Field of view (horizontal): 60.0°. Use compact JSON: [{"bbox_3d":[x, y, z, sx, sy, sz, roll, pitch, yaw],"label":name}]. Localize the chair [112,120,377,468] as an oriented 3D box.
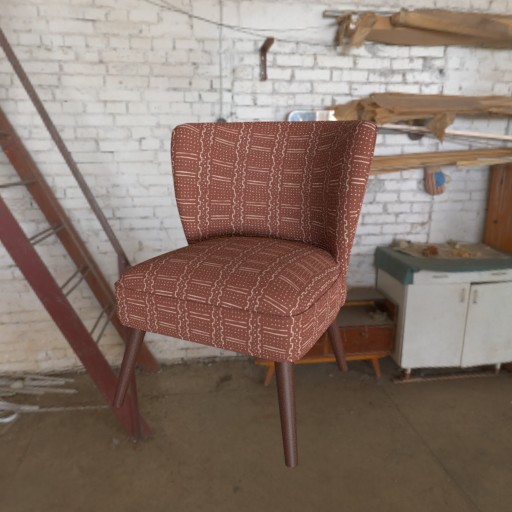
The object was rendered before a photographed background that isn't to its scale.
[{"bbox_3d":[0.000,0.000,1.448,0.706,0.866,0.758,7,16,25],"label":"chair"}]
